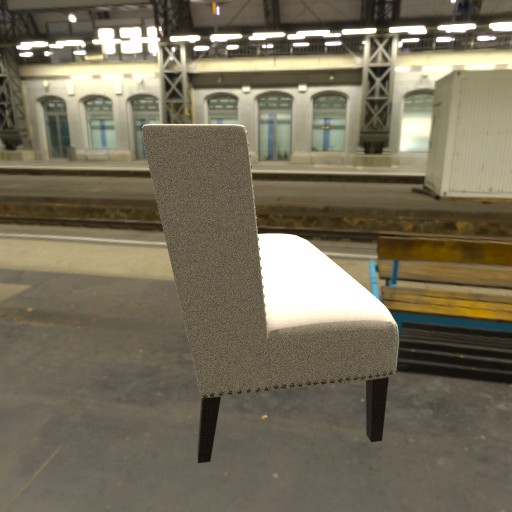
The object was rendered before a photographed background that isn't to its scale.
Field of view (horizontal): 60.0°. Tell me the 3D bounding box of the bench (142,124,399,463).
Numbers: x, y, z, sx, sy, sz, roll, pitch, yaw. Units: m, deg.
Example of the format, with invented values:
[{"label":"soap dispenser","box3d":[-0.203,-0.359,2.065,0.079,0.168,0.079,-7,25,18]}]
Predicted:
[{"label":"bench","box3d":[0.000,0.000,2.006,0.847,1.123,1.280,-3,16,-9]}]
